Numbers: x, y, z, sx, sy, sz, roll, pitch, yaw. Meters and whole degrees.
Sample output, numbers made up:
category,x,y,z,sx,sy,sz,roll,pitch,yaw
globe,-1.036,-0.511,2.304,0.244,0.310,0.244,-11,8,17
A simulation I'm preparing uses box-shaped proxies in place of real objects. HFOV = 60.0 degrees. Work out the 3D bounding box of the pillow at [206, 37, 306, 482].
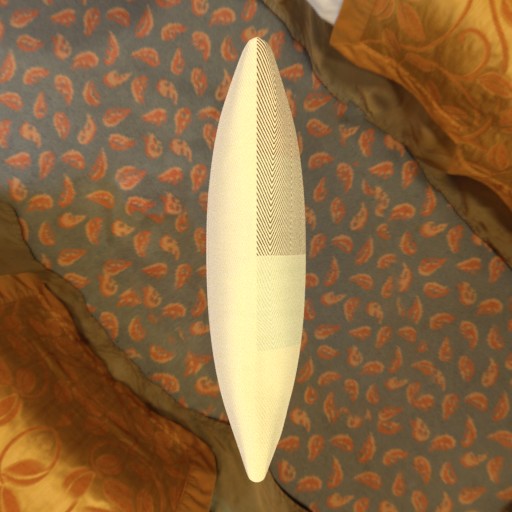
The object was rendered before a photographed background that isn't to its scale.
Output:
category,x,y,z,sx,sy,sz,roll,pitch,yaw
pillow,0.000,0.000,0.640,0.139,0.305,0.506,0,91,0
